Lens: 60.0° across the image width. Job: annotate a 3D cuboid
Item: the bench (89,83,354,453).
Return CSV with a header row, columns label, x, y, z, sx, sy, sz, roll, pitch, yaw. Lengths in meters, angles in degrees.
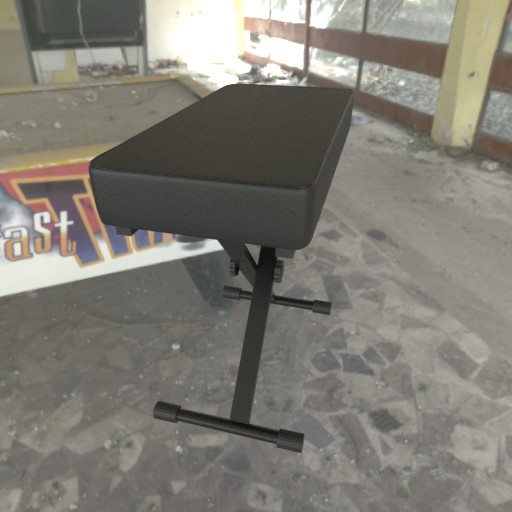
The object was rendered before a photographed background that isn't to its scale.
label,x,y,z,sx,sy,sz,roll,pitch,yaw
bench,0.000,0.000,0.910,0.300,0.561,0.600,8,32,13
